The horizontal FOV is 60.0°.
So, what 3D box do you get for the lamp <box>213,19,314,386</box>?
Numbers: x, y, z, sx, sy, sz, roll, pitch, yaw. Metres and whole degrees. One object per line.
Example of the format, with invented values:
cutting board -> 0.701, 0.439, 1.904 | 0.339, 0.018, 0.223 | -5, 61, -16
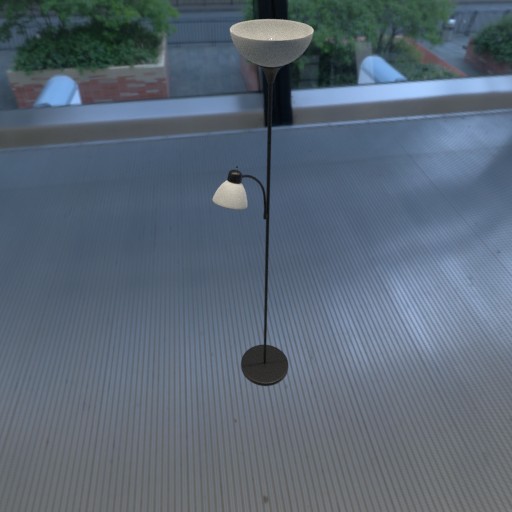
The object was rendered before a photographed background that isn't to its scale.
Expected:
lamp -> 0.000, 0.000, 1.963 | 0.279, 1.804, 0.442 | 25, 46, 27
